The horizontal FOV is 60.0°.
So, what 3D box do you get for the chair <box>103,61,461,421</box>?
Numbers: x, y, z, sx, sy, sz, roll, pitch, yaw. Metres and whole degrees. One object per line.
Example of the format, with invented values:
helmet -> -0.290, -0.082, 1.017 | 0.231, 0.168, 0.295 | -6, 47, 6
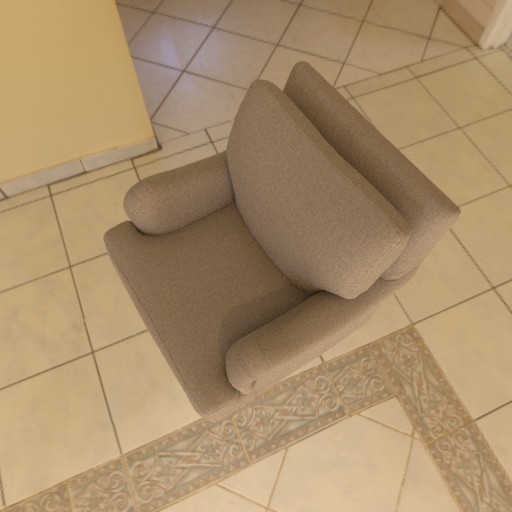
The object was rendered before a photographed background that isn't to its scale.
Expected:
chair -> 0.000, 0.000, 1.888 | 1.070, 1.038, 0.955 | -30, 66, -15
